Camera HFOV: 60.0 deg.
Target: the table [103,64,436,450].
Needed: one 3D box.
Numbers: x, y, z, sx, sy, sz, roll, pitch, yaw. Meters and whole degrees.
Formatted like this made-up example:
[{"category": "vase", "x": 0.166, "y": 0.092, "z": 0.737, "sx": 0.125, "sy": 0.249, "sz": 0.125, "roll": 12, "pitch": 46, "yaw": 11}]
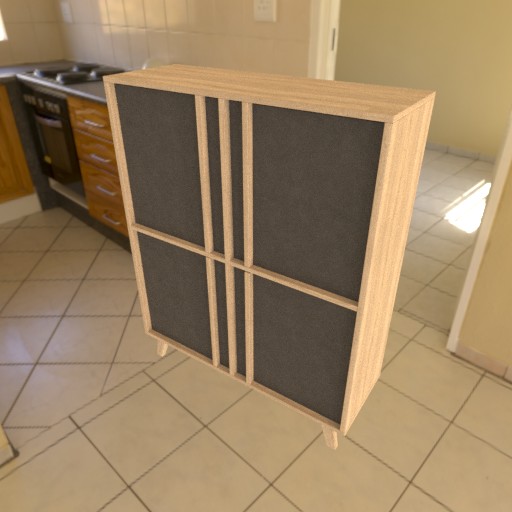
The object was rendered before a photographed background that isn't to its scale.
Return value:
[{"category": "table", "x": 0.000, "y": 0.000, "z": 1.884, "sx": 1.111, "sy": 1.388, "sz": 0.398, "roll": 19, "pitch": 36, "yaw": 29}]
